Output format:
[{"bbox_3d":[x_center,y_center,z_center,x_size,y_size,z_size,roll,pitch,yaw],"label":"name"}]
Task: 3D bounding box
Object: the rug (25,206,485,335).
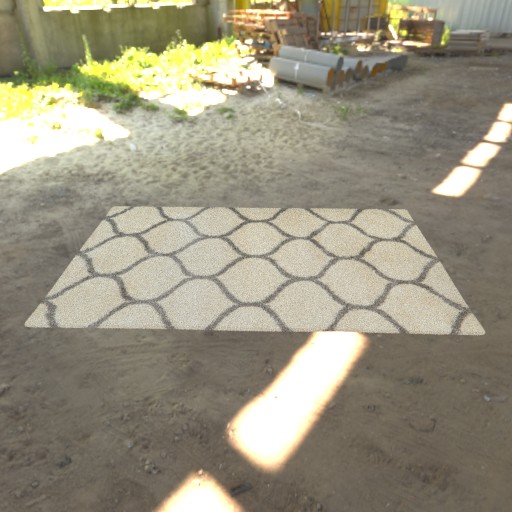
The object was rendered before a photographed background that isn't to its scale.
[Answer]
[{"bbox_3d":[0.000,0.000,2.895,2.348,0.024,1.501,1,30,1],"label":"rug"}]
